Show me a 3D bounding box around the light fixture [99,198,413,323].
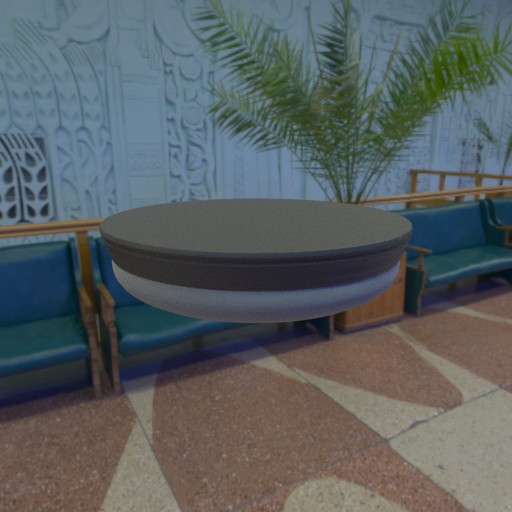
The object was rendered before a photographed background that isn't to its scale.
[{"bbox_3d":[0.000,0.000,0.561,0.368,0.100,0.368,0,14,0],"label":"light fixture"}]
